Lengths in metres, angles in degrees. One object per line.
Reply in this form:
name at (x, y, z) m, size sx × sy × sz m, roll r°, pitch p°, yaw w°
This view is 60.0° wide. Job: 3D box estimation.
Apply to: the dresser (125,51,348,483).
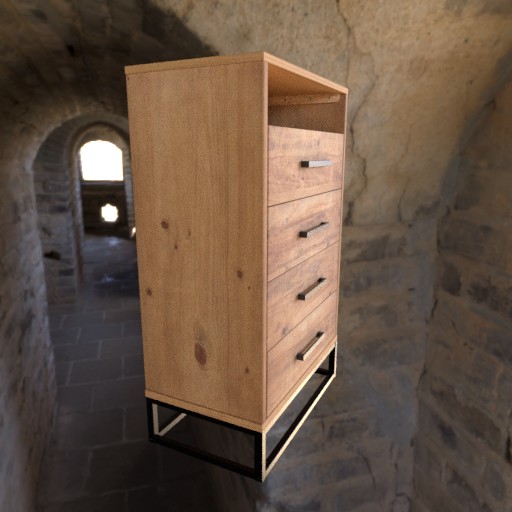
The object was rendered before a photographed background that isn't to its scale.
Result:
dresser at (0.000, 0.000, 1.652) m, size 0.479 × 1.240 × 0.761 m, roll 7°, pitch 15°, yaw 26°
